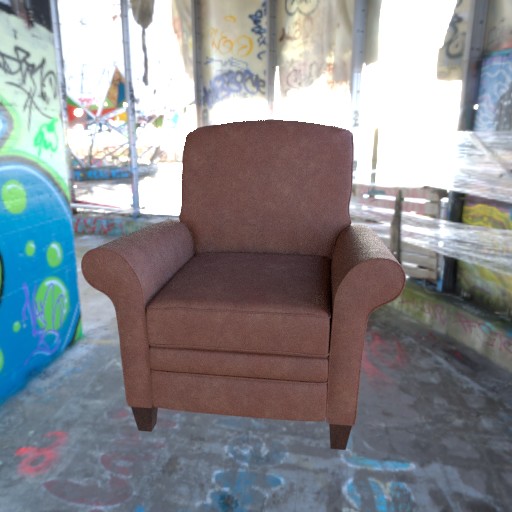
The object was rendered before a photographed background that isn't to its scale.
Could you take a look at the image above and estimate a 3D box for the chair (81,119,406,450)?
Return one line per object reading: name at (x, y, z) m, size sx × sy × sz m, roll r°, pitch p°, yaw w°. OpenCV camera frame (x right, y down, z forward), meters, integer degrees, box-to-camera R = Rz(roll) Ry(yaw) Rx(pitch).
chair at (0.000, 0.000, 1.742) m, size 0.978 × 1.061 × 0.902 m, roll 2°, pitch 15°, yaw 8°
